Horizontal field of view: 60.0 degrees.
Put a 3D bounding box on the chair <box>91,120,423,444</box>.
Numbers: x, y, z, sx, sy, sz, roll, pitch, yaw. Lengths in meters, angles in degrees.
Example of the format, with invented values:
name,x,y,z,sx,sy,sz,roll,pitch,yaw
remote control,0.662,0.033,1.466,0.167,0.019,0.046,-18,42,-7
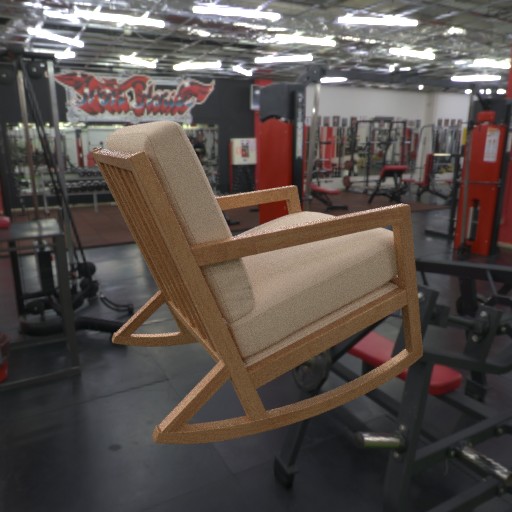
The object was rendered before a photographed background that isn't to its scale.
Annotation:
name,x,y,z,sx,sy,sz,roll,pitch,yaw
chair,0.000,0.000,1.396,0.857,0.790,0.622,-7,16,-26
